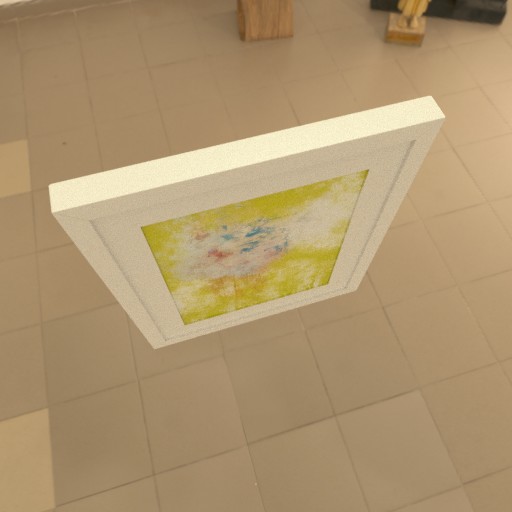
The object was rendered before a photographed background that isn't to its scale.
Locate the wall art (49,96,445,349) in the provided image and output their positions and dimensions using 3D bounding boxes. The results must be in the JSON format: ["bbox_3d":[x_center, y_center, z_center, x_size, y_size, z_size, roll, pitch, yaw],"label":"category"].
[{"bbox_3d":[0.000,0.000,0.531,0.331,0.381,0.028,-15,64,-8],"label":"wall art"}]
